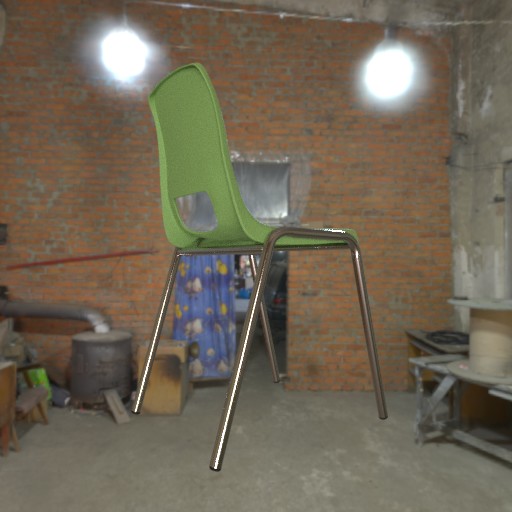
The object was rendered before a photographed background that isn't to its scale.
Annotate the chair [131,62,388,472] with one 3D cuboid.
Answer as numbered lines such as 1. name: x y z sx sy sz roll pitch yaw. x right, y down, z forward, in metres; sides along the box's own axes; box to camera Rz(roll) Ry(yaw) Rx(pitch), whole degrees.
1. chair: 0.000 0.000 0.981 0.436 0.704 0.381 1 -1 -37
